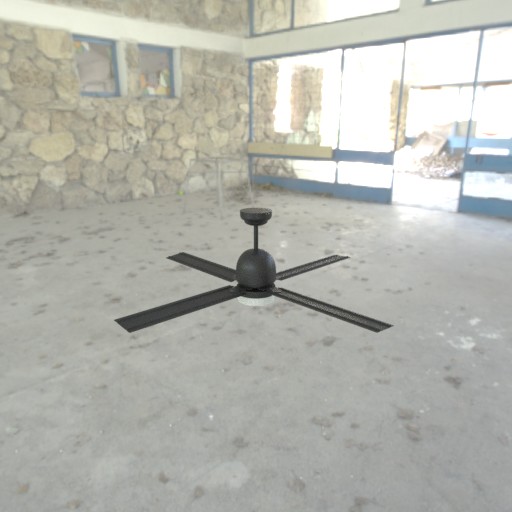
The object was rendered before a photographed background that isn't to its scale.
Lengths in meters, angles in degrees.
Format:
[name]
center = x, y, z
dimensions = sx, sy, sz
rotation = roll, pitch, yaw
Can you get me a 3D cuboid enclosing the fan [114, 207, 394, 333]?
[fan]
center = 0.000, 0.000, 1.971
dimensions = 1.319, 0.410, 1.319
rotation = 15, 22, 43
